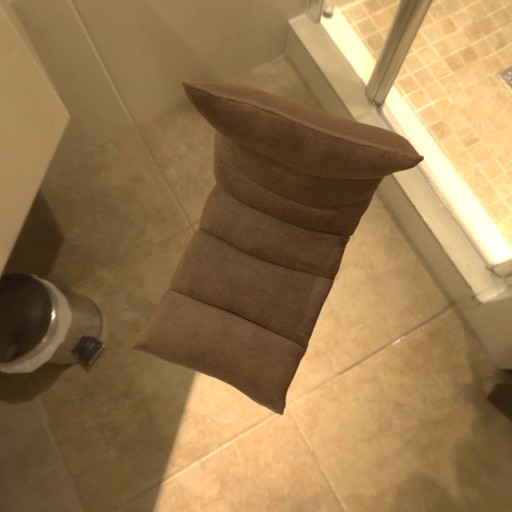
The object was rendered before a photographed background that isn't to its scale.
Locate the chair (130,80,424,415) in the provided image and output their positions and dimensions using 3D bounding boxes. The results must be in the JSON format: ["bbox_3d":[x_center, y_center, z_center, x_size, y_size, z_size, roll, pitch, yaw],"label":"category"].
[{"bbox_3d":[0.000,0.000,1.596,0.714,0.892,0.985,23,77,6],"label":"chair"}]
